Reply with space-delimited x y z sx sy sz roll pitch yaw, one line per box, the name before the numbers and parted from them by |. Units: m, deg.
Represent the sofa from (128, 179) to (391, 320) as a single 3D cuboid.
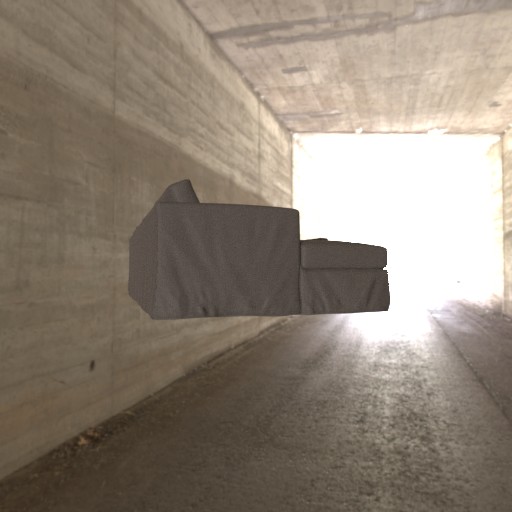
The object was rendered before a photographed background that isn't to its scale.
sofa | 0.000 0.000 4.619 2.476 0.878 3.528 1 -2 -19
